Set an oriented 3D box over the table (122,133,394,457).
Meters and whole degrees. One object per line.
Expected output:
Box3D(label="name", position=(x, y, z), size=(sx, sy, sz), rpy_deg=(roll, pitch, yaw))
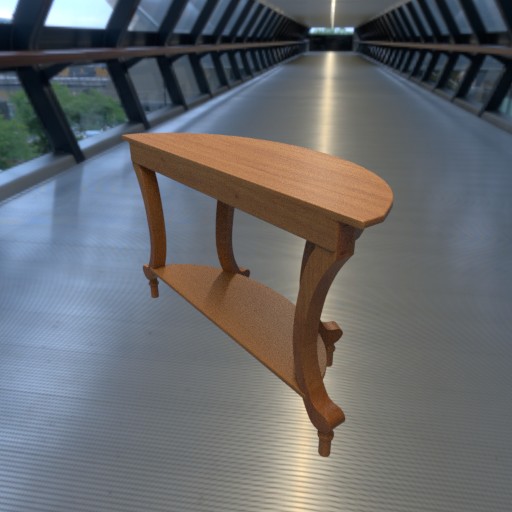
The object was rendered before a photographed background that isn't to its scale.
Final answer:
Box3D(label="table", position=(0.000, 0.000, 1.522), size=(0.394, 0.692, 1.198), rpy_deg=(-17, 30, -33))
